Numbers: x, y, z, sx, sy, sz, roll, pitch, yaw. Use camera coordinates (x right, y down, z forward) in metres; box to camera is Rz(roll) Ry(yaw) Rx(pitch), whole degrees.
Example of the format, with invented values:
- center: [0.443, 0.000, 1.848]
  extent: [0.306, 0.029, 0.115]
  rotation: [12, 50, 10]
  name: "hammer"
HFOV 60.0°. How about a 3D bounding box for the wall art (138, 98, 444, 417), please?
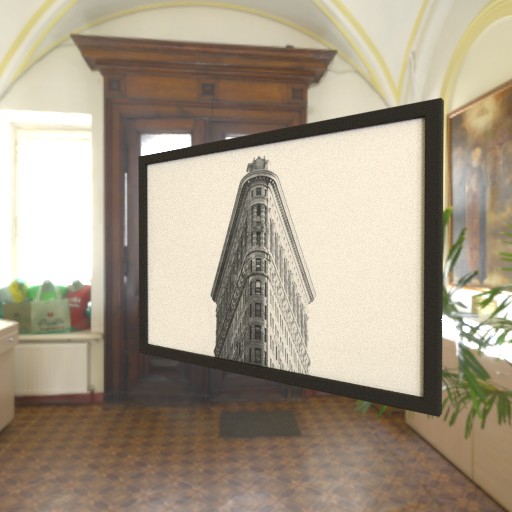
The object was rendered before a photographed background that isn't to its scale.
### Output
- center: [0.000, 0.000, 1.212]
  extent: [0.964, 0.659, 0.049]
  rotation: [1, 1, 38]
  name: "wall art"
